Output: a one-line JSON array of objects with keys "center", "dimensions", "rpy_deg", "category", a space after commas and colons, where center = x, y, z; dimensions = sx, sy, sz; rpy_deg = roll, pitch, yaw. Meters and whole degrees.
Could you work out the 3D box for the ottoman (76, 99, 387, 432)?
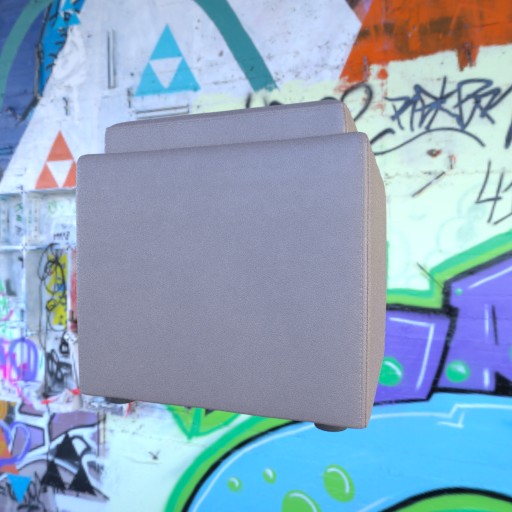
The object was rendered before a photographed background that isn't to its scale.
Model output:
[{"center": [0.000, 0.000, 0.817], "dimensions": [0.450, 0.460, 0.451], "rpy_deg": [0, 1, 19], "category": "ottoman"}]
